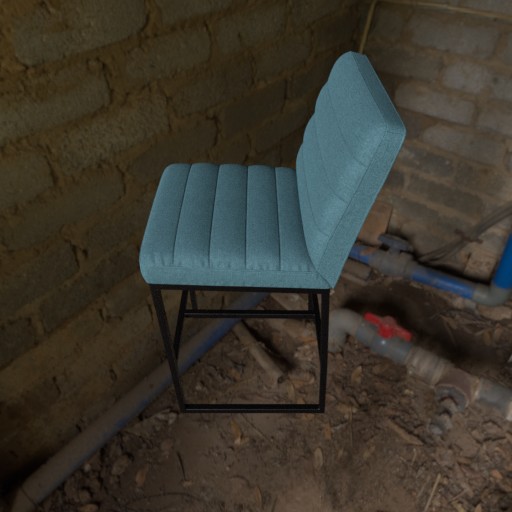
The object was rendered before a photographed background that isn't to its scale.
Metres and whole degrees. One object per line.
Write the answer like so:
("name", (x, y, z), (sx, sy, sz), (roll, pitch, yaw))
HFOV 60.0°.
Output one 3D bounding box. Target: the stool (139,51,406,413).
("stool", (0.000, 0.000, 1.316), (0.560, 1.040, 0.460), (0, 42, 0))
